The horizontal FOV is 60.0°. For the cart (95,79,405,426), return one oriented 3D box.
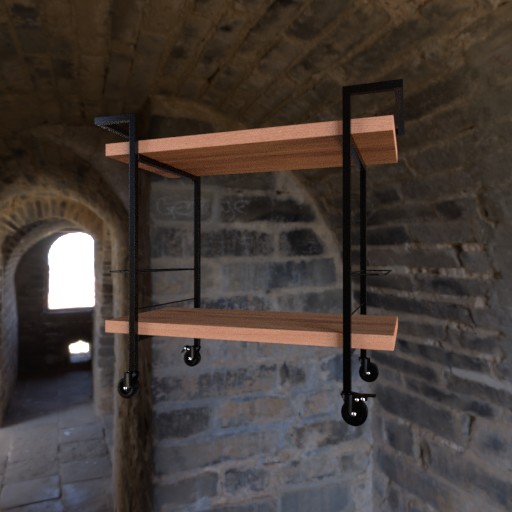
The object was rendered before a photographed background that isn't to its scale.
[{"bbox_3d":[0.000,0.000,1.271,0.806,0.762,0.406,0,0,19],"label":"cart"}]
